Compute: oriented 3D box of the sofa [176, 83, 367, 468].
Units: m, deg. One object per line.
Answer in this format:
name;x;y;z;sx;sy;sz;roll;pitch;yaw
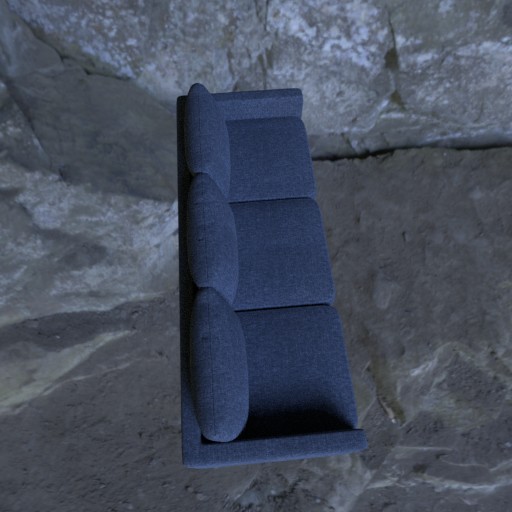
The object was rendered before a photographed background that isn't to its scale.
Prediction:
sofa;0.000;0.000;2.639;0.859;0.874;2.218;-5;64;-2
